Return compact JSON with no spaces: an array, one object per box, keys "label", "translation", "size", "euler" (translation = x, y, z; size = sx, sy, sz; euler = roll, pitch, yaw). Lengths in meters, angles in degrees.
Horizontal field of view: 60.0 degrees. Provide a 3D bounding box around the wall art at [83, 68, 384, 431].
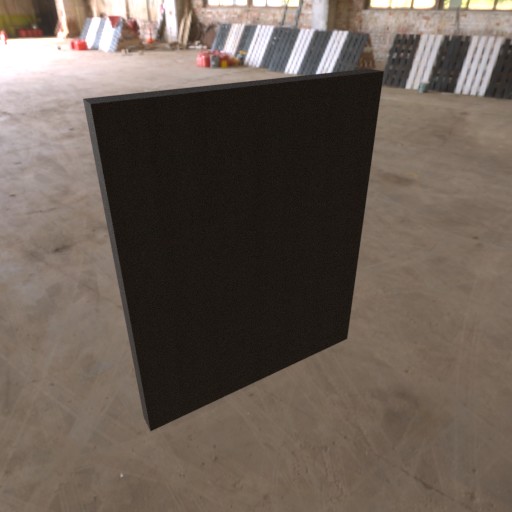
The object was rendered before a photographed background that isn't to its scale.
[{"label":"wall art","translation":[0.000,0.000,0.749],"size":[0.455,0.552,0.034],"euler":[-18,35,-27]}]
